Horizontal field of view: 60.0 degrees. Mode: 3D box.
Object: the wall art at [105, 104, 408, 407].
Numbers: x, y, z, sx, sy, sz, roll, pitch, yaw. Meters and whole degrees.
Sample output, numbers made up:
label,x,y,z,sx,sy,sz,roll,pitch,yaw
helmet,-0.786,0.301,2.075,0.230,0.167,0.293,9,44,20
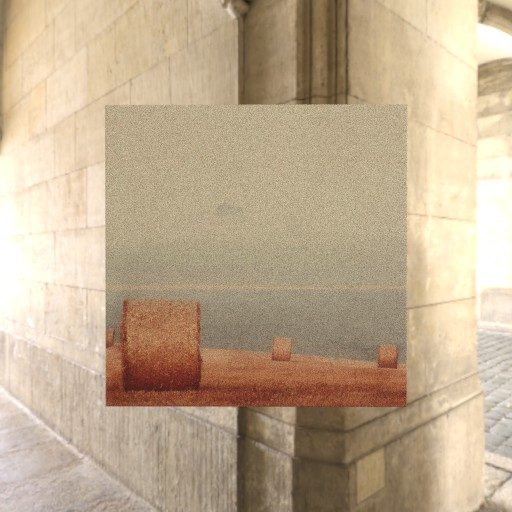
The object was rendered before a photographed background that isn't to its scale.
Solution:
label,x,y,z,sx,sy,sz,roll,pitch,yaw
wall art,0.000,0.000,1.134,0.760,0.760,0.042,0,0,0
